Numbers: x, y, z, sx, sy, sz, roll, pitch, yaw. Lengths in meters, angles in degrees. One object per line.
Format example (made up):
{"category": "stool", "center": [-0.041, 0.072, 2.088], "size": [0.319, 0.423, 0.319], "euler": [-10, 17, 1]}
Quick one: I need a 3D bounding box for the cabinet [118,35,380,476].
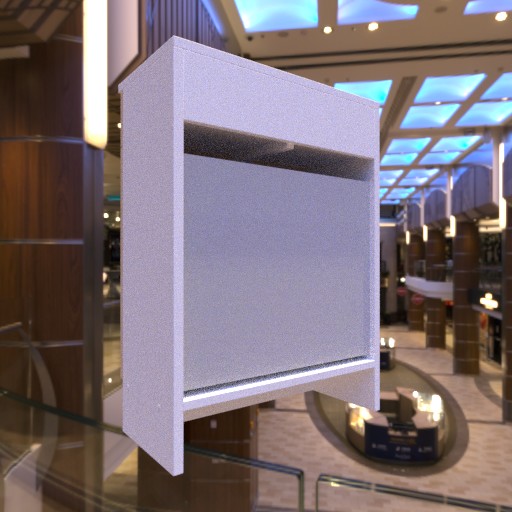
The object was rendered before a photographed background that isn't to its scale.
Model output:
{"category": "cabinet", "center": [0.000, 0.000, 1.115], "size": [0.600, 0.815, 0.296], "euler": [0, 0, -37]}
